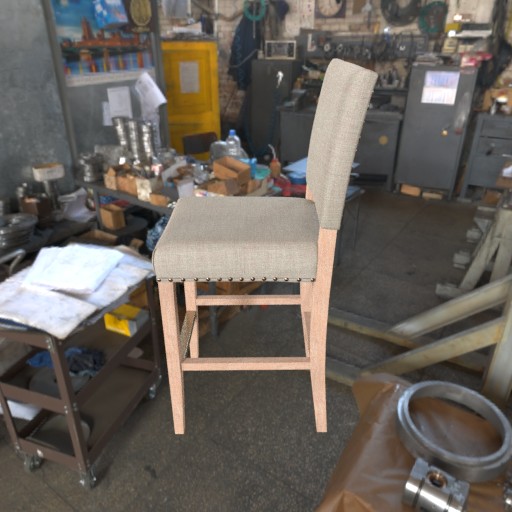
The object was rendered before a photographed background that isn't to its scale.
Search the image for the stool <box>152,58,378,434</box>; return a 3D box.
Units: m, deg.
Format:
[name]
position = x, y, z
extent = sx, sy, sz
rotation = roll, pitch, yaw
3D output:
[stool]
position = 0.000, 0.000, 1.466
extent = 0.585, 1.173, 0.445
rotation = 0, 27, 0
